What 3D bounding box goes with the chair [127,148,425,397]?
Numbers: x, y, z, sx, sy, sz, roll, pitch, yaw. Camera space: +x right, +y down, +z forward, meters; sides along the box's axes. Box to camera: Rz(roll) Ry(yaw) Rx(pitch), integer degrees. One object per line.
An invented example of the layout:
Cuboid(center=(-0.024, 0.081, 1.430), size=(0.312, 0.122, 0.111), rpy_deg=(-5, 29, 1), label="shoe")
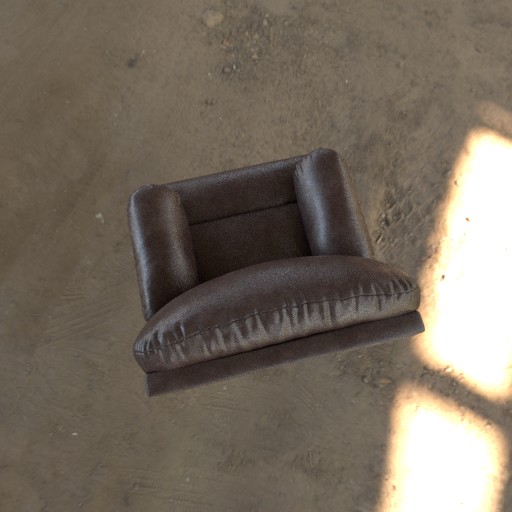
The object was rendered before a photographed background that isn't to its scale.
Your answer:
Cuboid(center=(0.000, 0.000, 1.740), size=(0.940, 1.041, 0.879), rpy_deg=(-12, 75, -3), label="chair")
